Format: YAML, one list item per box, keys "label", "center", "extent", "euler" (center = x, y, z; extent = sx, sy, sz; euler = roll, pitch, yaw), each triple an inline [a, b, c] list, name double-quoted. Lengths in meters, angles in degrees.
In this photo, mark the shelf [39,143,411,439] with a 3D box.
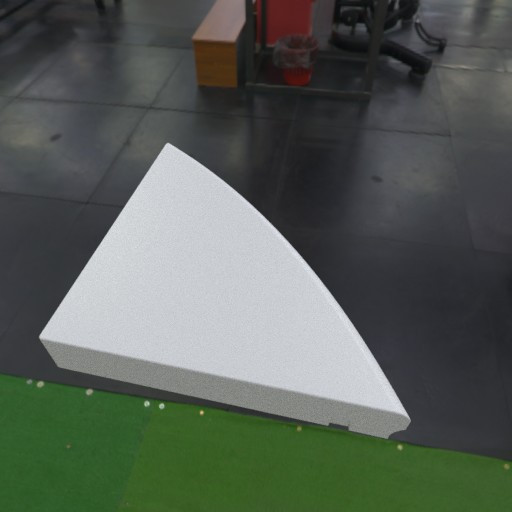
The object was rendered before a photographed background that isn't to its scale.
- label: "shelf"
  center: [0.000, 0.000, 0.473]
  extent: [0.310, 0.050, 0.310]
  euler: [9, 48, 9]
